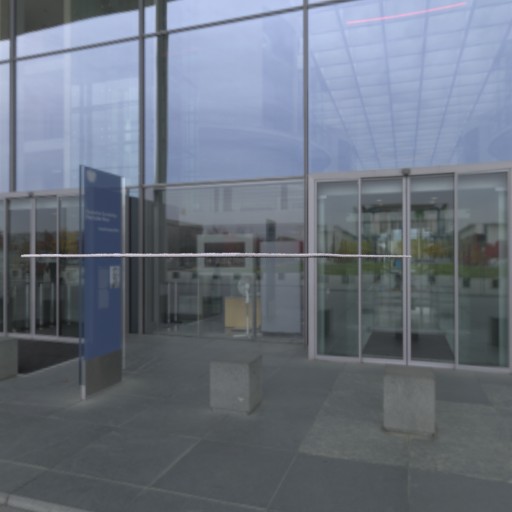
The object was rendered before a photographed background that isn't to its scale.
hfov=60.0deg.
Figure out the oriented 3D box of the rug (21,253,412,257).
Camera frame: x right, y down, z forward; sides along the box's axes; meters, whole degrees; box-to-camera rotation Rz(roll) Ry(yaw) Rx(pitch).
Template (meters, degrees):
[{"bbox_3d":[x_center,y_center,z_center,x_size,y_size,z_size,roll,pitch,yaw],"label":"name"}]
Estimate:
[{"bbox_3d":[0.000,0.000,1.071,0.515,0.007,0.867,0,0,34],"label":"rug"}]
